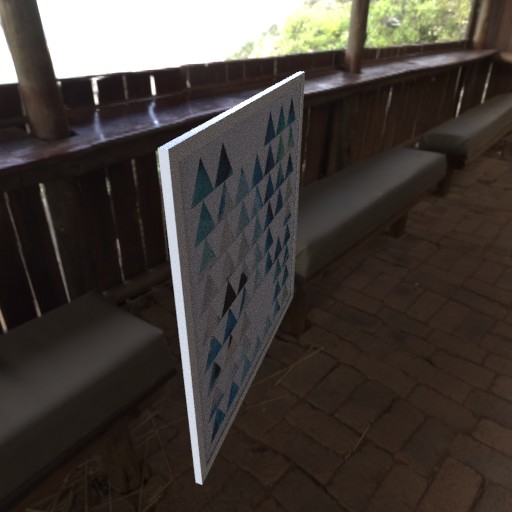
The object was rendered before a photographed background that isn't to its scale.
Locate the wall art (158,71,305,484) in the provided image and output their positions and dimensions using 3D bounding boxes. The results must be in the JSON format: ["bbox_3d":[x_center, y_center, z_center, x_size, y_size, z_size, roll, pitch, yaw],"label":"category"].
[{"bbox_3d":[0.000,0.000,0.812,0.012,0.557,0.557,10,32,17],"label":"wall art"}]
